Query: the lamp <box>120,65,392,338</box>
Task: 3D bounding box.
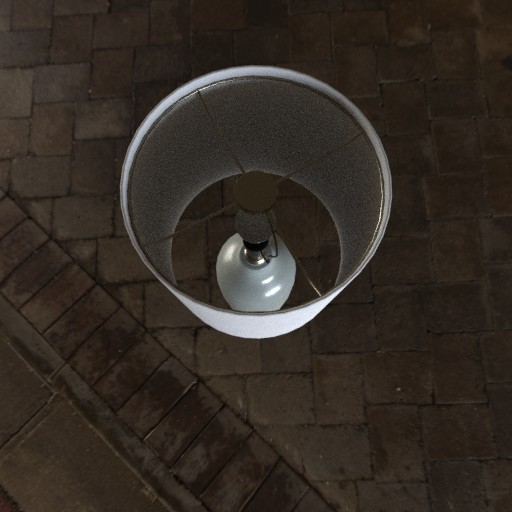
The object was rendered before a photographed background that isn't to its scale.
[{"bbox_3d":[0.000,0.000,0.590,0.220,0.475,0.220,-15,76,-4],"label":"lamp"}]
